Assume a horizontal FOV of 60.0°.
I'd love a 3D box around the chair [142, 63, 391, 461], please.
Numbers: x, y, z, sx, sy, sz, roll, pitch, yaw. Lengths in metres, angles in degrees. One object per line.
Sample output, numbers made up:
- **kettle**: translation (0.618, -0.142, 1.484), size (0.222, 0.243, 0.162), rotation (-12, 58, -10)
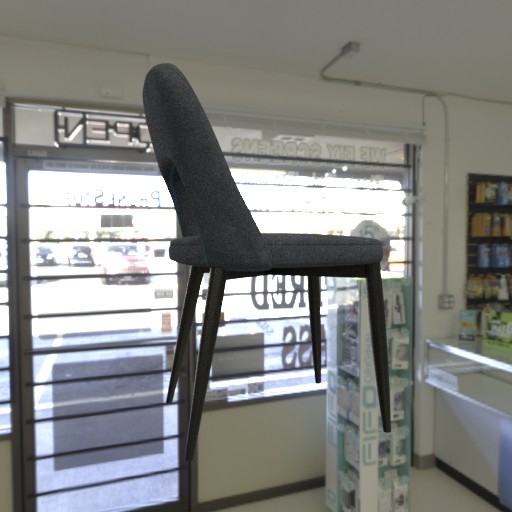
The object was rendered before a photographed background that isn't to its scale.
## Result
- **chair**: translation (0.000, 0.000, 1.255), size (0.612, 0.931, 0.470), rotation (-1, 2, -18)
